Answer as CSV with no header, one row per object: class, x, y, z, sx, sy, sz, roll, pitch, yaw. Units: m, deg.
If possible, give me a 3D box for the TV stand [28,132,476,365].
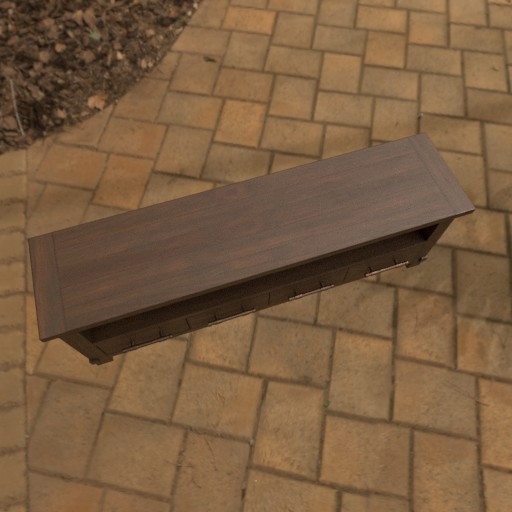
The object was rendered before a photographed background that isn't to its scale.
TV stand,0.000,0.000,2.166,1.866,0.615,0.471,-16,64,-8
